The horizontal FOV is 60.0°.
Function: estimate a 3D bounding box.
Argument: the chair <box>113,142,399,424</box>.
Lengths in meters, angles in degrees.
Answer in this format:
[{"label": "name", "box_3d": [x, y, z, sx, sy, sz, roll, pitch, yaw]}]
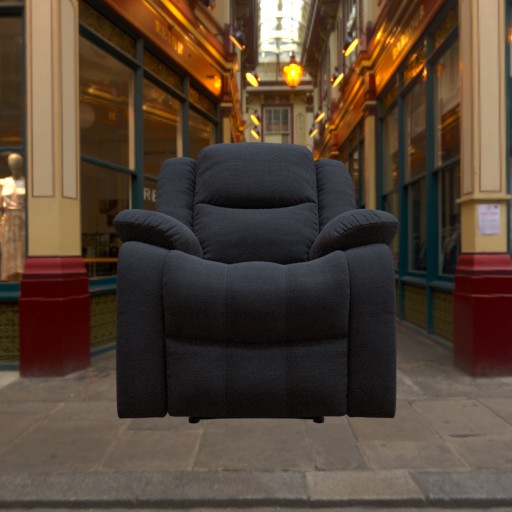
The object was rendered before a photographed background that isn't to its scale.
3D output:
[{"label": "chair", "box_3d": [0.000, 0.000, 1.684, 0.899, 1.008, 0.944, 0, 1, 0]}]
